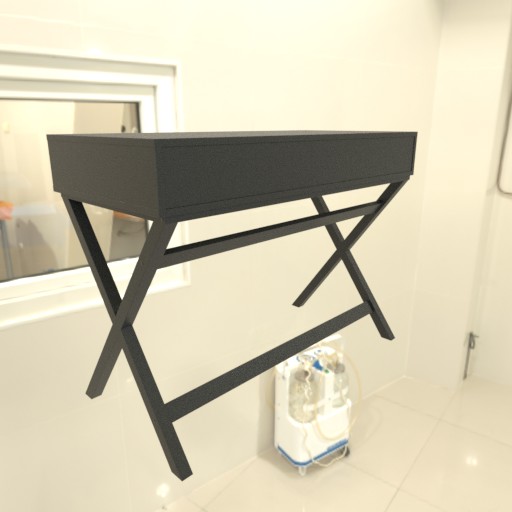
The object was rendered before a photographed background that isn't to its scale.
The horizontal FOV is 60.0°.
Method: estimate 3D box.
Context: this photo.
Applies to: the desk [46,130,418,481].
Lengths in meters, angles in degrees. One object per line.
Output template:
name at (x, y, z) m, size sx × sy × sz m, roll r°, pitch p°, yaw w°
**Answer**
desk at (0.000, 0.000, 1.457) m, size 0.525 × 0.780 × 1.057 m, roll 16°, pitch 23°, yaw 42°
